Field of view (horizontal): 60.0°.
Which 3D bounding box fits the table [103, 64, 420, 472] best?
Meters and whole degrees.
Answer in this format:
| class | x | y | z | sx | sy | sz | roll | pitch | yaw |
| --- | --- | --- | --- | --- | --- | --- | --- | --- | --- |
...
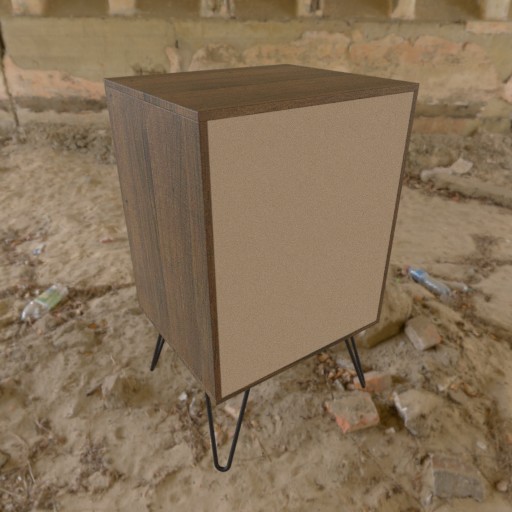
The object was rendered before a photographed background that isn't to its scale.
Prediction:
| class | x | y | z | sx | sy | sz | roll | pitch | yaw |
| --- | --- | --- | --- | --- | --- | --- | --- | --- | --- |
| table | 0.000 | 0.000 | 1.167 | 0.526 | 0.866 | 0.457 | -19 | 34 | -30 |
